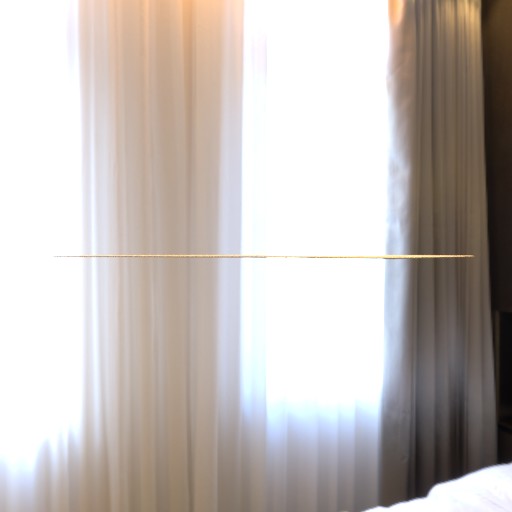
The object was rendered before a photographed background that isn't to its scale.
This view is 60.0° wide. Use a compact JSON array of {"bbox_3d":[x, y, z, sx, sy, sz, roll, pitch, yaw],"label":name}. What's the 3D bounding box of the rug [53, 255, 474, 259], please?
[{"bbox_3d":[0.000,0.000,2.998,2.435,0.012,1.529,0,0,36],"label":"rug"}]
